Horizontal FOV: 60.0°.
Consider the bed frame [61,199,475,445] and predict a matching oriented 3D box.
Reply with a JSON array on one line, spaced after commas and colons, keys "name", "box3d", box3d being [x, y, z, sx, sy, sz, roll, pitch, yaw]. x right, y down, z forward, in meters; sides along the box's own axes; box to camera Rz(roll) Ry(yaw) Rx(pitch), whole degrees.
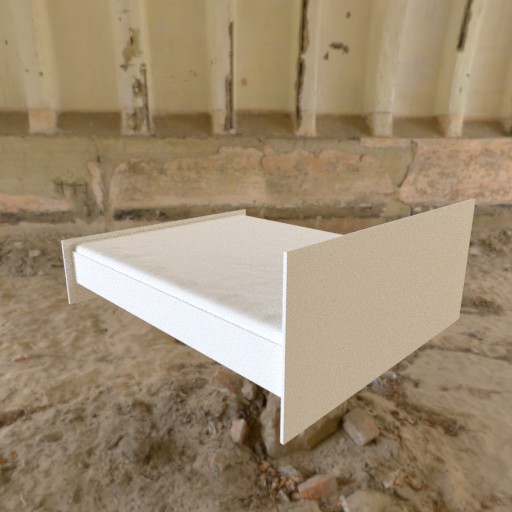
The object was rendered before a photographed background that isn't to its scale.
[{"name": "bed frame", "box3d": [0.000, 0.000, 2.933, 1.720, 0.800, 2.060, -15, 22, -42]}]
